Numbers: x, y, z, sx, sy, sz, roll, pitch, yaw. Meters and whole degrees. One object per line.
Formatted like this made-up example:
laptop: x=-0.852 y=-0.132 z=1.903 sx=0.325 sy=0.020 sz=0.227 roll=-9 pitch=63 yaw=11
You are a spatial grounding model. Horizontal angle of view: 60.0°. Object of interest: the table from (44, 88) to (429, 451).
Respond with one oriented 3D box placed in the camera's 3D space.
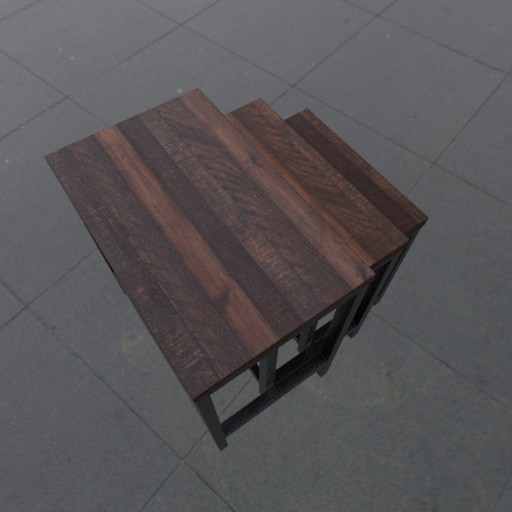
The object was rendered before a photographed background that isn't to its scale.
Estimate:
table: x=0.000 y=0.000 z=1.160 sx=0.660 sy=0.616 sz=0.608 roll=-31 pitch=64 yaw=-17
